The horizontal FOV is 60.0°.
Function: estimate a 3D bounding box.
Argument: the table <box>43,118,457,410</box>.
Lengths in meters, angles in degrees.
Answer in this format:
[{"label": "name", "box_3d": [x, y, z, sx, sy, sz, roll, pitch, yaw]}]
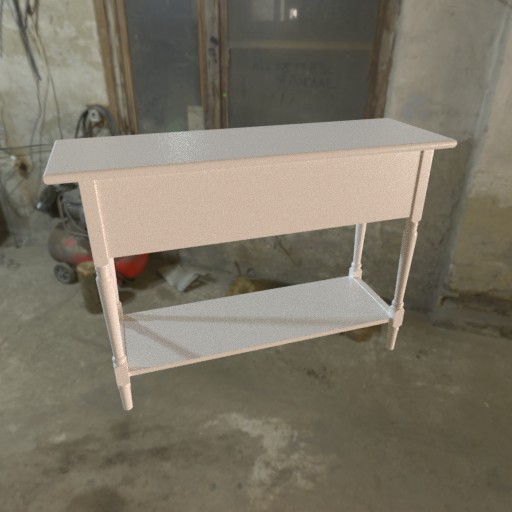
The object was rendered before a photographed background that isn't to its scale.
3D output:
[{"label": "table", "box_3d": [0.000, 0.000, 1.563, 1.191, 0.814, 0.386, -8, 29, -16]}]
